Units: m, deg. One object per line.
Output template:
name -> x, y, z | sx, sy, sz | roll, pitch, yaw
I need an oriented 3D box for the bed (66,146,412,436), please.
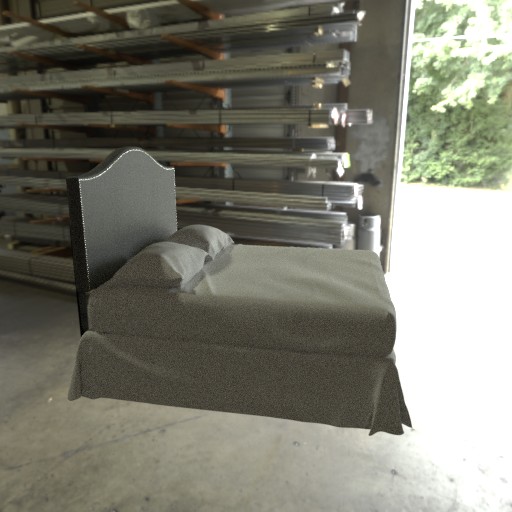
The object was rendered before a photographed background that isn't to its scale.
bed -> 0.000, 0.000, 3.424 | 2.221, 1.645, 1.876 | 3, 14, 11
